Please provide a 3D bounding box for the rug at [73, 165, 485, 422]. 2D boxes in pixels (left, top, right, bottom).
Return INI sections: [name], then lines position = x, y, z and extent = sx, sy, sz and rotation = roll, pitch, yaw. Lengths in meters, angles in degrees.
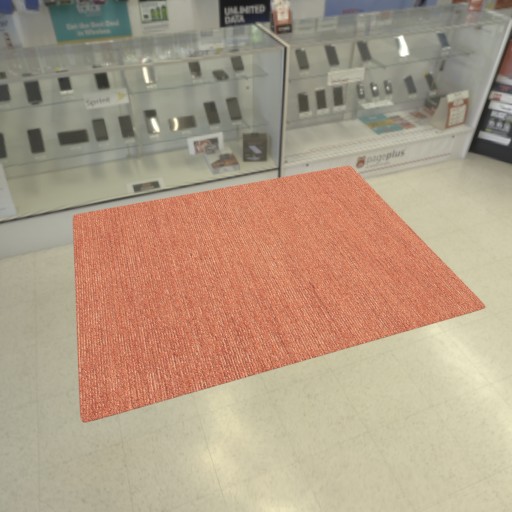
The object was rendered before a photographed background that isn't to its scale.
[rug]
position = 0.000, 0.000, 2.710
extent = 2.112, 0.009, 1.594
rotation = -12, 43, -14
